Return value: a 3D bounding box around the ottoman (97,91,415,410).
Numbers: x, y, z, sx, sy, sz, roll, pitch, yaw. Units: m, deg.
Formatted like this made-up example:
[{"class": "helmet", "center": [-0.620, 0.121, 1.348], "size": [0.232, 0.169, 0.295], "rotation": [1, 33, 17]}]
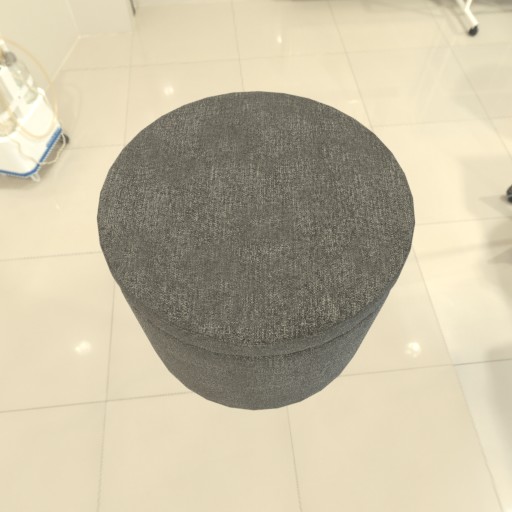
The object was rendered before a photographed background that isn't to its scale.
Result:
[{"class": "ottoman", "center": [0.000, 0.000, 0.860], "size": [0.500, 0.419, 0.500], "rotation": [0, 58, 0]}]
